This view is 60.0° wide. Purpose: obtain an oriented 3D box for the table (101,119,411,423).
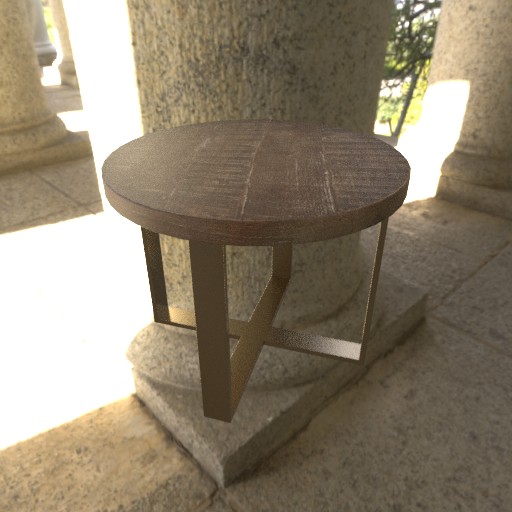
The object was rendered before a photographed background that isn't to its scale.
[{"bbox_3d":[0.000,0.000,0.942,0.557,0.437,0.557,0,31,0],"label":"table"}]
